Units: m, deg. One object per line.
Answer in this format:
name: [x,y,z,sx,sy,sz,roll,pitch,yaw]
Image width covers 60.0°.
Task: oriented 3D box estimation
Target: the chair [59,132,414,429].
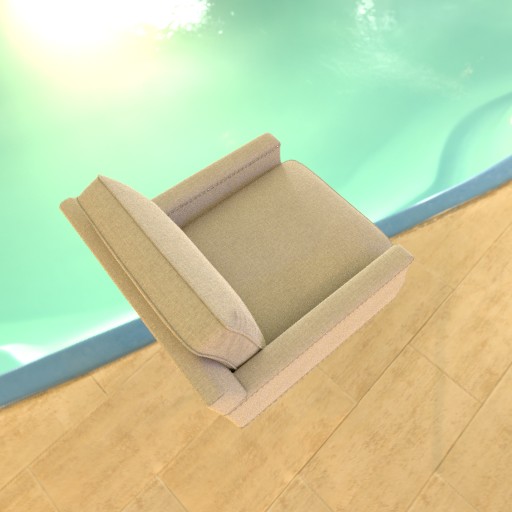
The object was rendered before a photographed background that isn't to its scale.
chair: [0.000,0.000,1.747,1.014,0.943,0.853,-35,65,-19]
